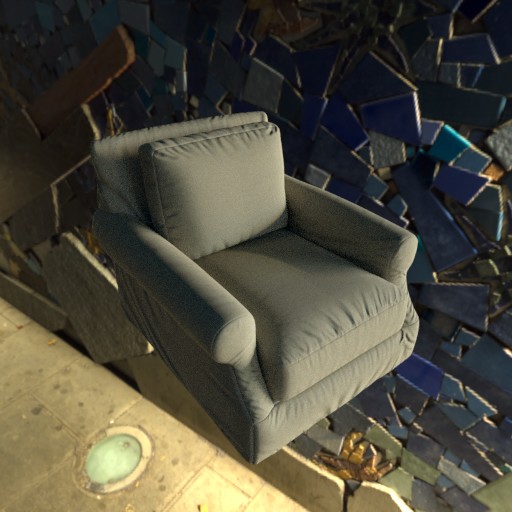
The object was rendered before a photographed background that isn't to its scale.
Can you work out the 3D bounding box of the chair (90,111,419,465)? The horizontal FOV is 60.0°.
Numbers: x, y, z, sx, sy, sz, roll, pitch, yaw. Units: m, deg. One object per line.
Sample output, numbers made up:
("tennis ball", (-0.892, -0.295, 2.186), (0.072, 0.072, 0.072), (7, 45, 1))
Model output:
("chair", (0.000, 0.000, 1.733), (0.940, 0.866, 1.066), (-21, 37, -32))
